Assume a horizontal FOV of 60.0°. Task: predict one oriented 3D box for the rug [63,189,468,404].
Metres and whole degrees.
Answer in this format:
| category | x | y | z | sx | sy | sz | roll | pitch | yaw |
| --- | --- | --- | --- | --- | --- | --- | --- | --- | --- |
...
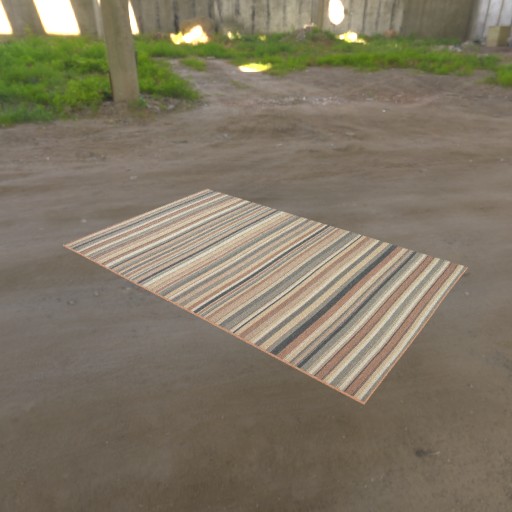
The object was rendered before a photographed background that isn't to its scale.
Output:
| category | x | y | z | sx | sy | sz | roll | pitch | yaw |
| --- | --- | --- | --- | --- | --- | --- | --- | --- | --- |
| rug | 0.000 | 0.000 | 3.133 | 2.438 | 0.014 | 1.523 | 21 | 35 | 33 |
